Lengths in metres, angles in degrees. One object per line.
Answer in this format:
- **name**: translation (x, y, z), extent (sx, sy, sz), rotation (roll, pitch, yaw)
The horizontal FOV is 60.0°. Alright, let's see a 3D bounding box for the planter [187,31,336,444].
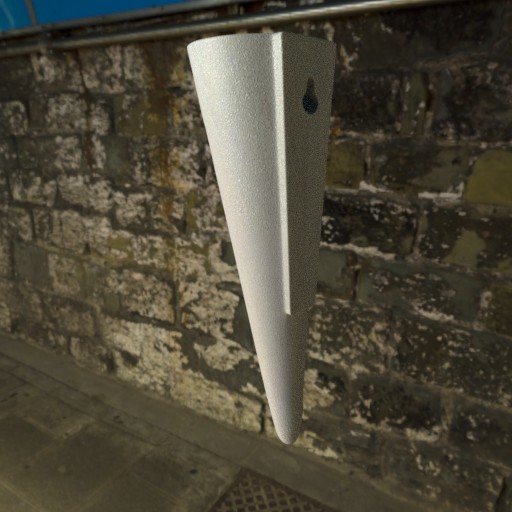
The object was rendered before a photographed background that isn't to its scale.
- **planter**: translation (0.000, 0.000, 0.221), extent (0.057, 0.191, 0.064), rotation (-15, 22, -42)
